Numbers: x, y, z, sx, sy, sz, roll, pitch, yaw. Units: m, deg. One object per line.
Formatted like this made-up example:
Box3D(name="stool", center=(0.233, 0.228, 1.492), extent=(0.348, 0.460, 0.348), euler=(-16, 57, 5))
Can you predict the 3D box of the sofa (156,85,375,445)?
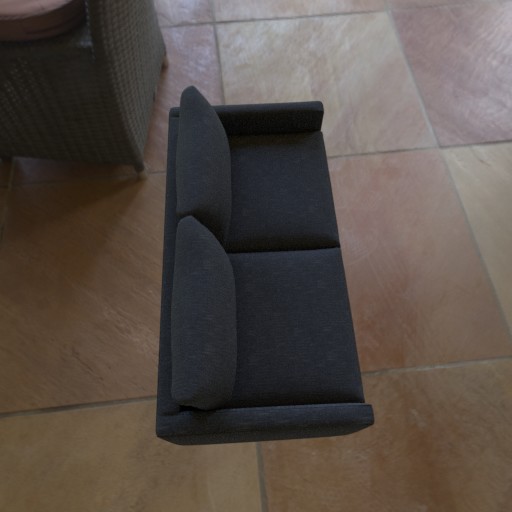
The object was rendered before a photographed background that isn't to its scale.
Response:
Box3D(name="sofa", center=(0.000, 0.000, 2.236), extent=(0.866, 0.862, 1.716), euler=(-3, 64, -1))
